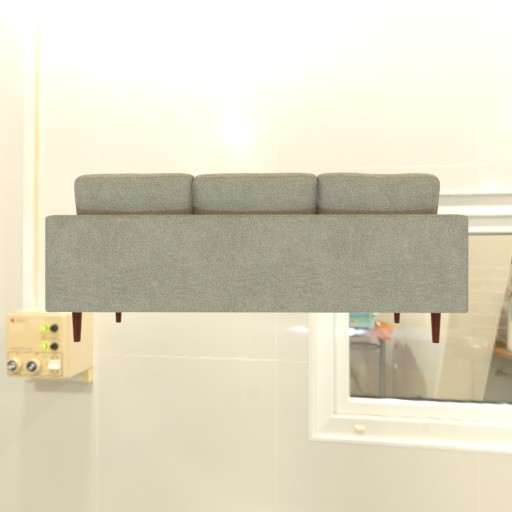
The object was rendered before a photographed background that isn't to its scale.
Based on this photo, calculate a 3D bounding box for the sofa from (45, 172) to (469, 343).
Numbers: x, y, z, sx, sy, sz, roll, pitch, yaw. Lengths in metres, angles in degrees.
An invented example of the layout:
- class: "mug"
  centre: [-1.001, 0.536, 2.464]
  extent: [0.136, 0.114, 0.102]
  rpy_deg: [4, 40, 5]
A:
- class: "sofa"
  centre: [0.000, 0.000, 2.755]
  extent: [2.246, 0.930, 0.903]
  rpy_deg: [0, 0, 1]
